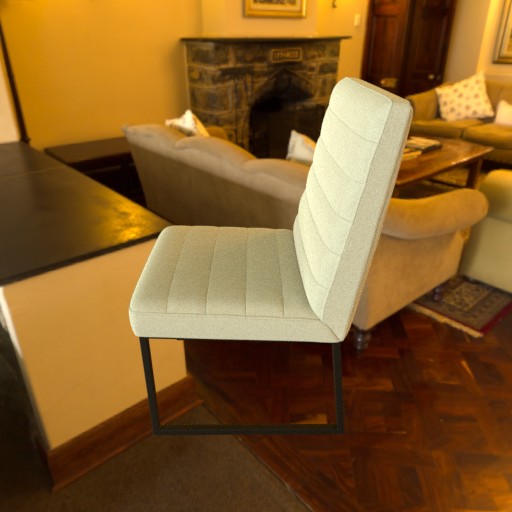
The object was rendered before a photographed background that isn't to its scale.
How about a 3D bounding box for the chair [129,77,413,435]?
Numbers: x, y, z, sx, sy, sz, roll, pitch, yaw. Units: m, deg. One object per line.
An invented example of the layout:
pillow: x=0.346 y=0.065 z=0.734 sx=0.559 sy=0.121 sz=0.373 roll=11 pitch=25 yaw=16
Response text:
chair: x=0.000 y=0.000 z=1.283 sx=0.634 sy=0.930 sz=0.520 roll=0 pitch=27 yaw=0
